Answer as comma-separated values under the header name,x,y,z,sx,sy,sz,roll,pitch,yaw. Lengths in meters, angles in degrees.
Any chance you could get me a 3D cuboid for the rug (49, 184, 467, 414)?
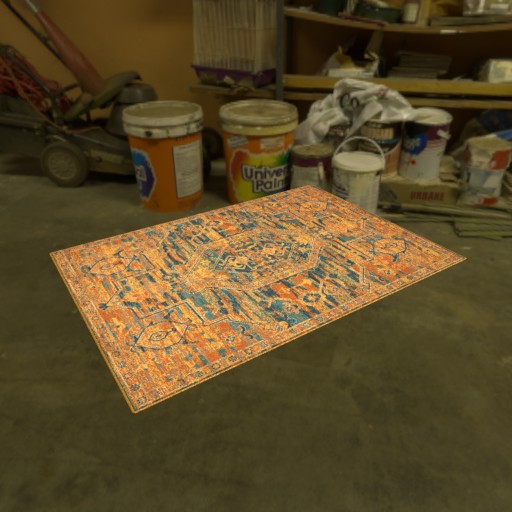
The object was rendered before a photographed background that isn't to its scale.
name,x,y,z,sx,sy,sz,roll,pitch,yaw
rug,0.000,0.000,3.773,2.916,0.019,2.043,-19,35,-28
